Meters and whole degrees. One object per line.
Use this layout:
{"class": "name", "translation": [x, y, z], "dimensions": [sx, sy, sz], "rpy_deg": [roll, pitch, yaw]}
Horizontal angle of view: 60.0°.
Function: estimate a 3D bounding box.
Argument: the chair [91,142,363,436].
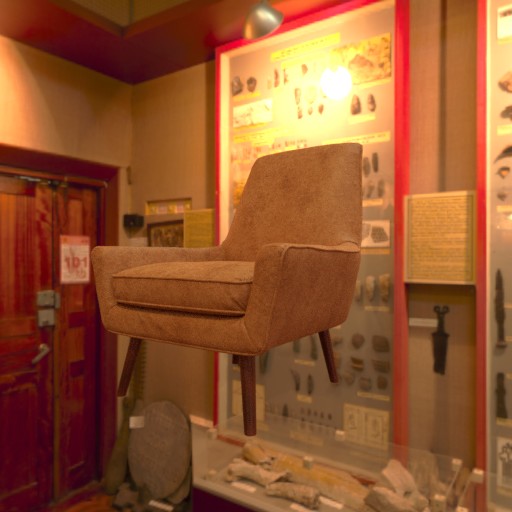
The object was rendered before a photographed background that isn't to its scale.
{"class": "chair", "translation": [0.000, 0.000, 1.553], "dimensions": [0.753, 0.883, 0.851], "rpy_deg": [0, 0, 36]}
